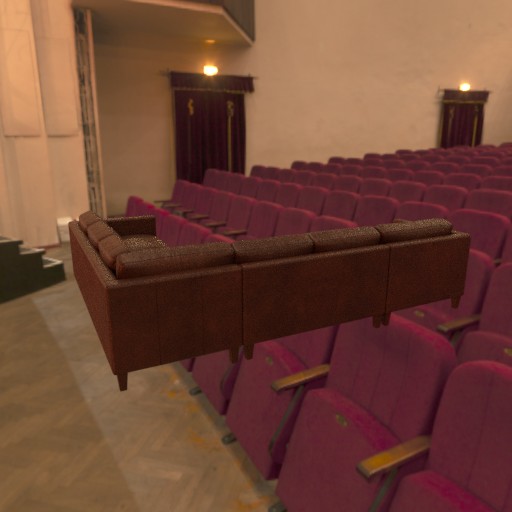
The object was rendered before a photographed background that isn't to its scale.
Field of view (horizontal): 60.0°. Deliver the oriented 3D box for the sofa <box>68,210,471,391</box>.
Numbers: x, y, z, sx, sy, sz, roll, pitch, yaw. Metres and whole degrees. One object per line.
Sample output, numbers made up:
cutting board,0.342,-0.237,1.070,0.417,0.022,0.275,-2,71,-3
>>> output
sofa,0.000,0.000,4.560,3.324,0.891,2.452,-8,17,-26
